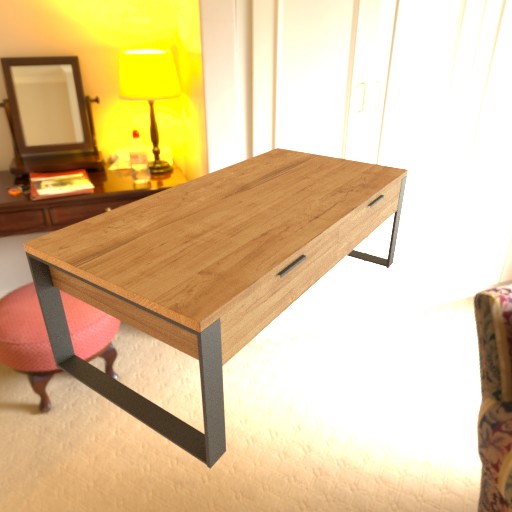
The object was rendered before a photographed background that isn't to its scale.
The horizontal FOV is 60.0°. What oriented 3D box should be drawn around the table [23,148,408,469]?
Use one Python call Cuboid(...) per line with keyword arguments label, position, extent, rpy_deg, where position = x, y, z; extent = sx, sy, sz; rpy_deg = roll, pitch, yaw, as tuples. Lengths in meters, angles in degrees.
Cuboid(label="table", position=(0.000, 0.000, 1.473), extent=(0.590, 0.400, 1.180), rpy_deg=(18, 32, 30))
